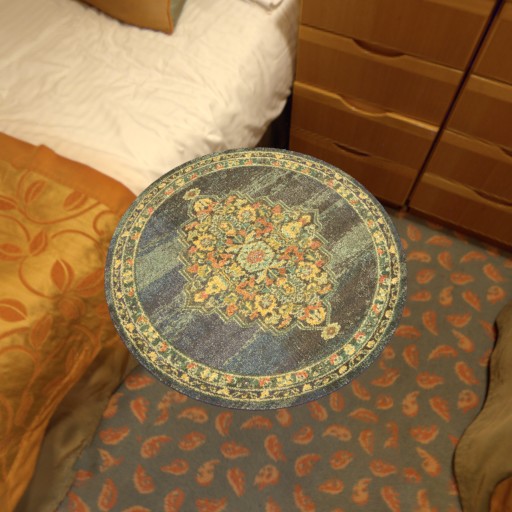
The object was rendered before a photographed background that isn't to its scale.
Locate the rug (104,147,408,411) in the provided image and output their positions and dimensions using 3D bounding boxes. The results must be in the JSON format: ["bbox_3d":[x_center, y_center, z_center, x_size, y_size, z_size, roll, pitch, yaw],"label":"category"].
[{"bbox_3d":[0.000,0.000,3.538,2.386,0.014,2.386,0,59,0],"label":"rug"}]
